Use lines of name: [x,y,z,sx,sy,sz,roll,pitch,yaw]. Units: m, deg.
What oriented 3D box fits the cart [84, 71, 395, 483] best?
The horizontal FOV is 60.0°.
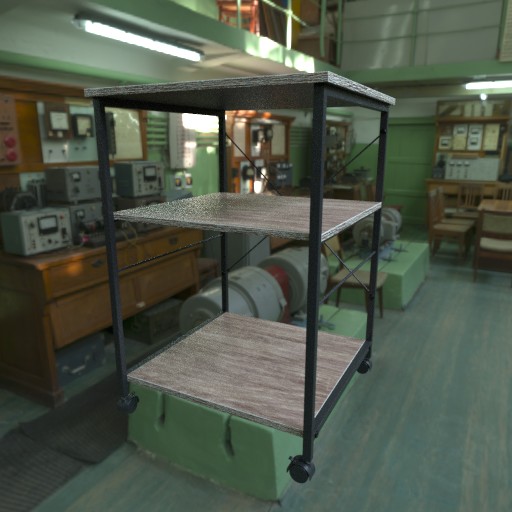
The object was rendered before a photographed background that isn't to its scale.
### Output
cart: [0.000,0.000,1.107,0.521,0.762,0.520,8,16,27]
